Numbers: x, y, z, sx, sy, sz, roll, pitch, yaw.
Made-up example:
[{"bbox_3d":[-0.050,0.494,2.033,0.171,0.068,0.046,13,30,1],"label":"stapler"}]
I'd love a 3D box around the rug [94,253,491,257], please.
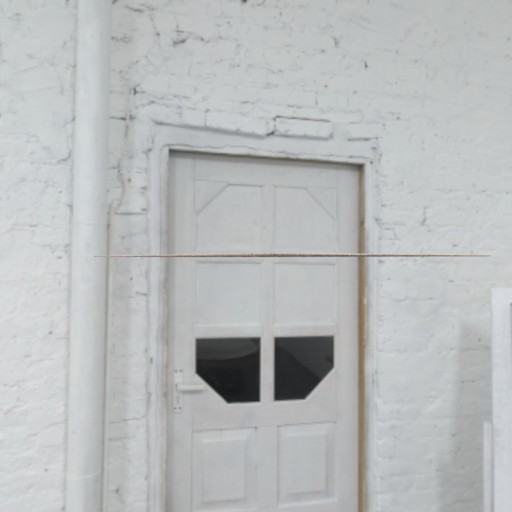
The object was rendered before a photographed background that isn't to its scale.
[{"bbox_3d":[0.000,0.000,3.050,1.545,0.010,2.440,0,0,-35],"label":"rug"}]
